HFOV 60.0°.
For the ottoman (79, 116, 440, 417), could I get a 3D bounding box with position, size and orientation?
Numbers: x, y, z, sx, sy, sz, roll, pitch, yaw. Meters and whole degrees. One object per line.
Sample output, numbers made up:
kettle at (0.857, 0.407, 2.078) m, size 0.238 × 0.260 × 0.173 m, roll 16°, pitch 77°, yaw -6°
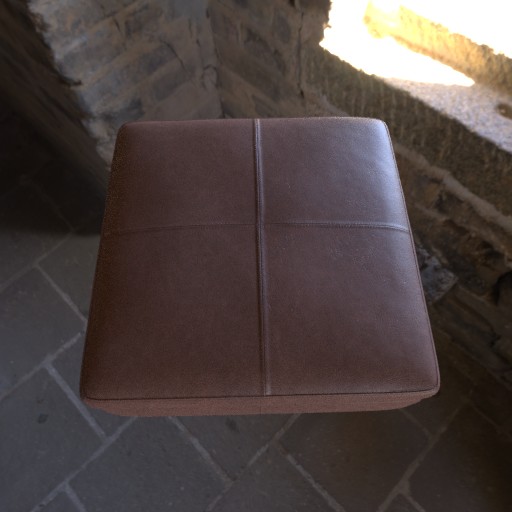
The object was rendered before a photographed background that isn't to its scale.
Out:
ottoman at (0.000, 0.000, 1.762) m, size 1.168 × 0.490 × 1.168 m, roll -1°, pitch 63°, yaw -1°
